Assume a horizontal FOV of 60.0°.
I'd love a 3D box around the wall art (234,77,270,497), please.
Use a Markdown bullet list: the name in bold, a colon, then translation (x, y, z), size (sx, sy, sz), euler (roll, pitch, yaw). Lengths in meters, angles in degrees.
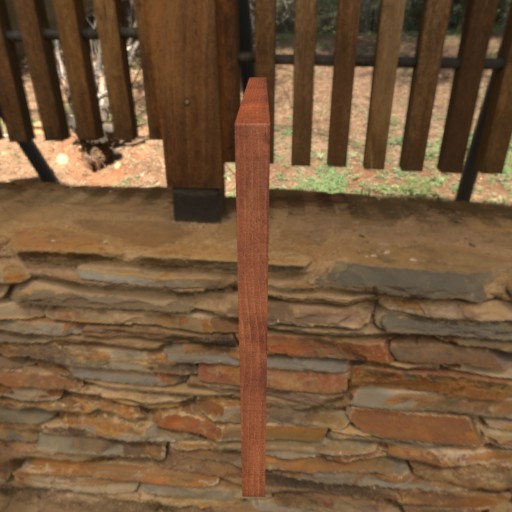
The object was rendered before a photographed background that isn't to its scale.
- **wall art**: translation (0.000, 0.000, 0.820), size (0.037, 0.572, 0.554), euler (0, 26, 1)
